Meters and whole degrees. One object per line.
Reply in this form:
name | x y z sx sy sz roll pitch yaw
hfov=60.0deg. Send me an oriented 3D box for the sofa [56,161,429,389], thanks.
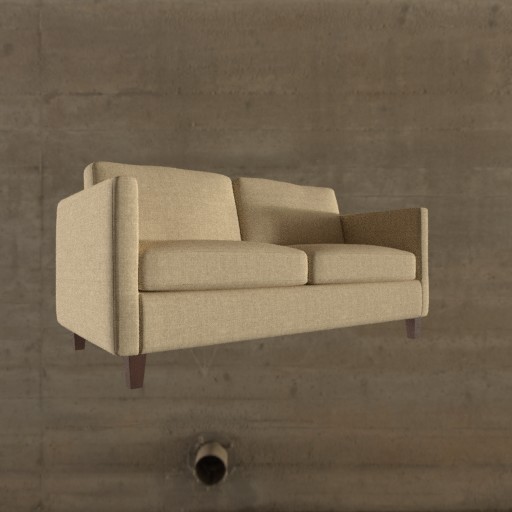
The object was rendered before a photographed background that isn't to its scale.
sofa | 0.000 0.000 2.437 1.884 0.963 0.950 0 0 -35
